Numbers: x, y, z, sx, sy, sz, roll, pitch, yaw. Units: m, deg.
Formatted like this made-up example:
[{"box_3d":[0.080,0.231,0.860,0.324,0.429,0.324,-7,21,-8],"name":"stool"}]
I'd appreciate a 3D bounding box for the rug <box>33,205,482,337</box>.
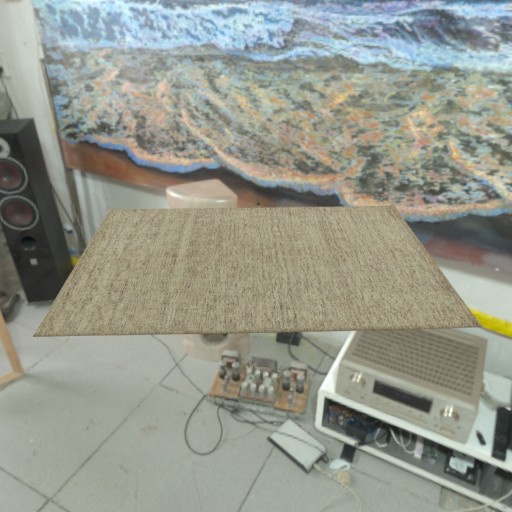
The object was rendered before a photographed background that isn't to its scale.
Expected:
[{"box_3d":[0.000,0.000,2.316,1.822,0.018,1.211,-1,31,-1],"name":"rug"}]
